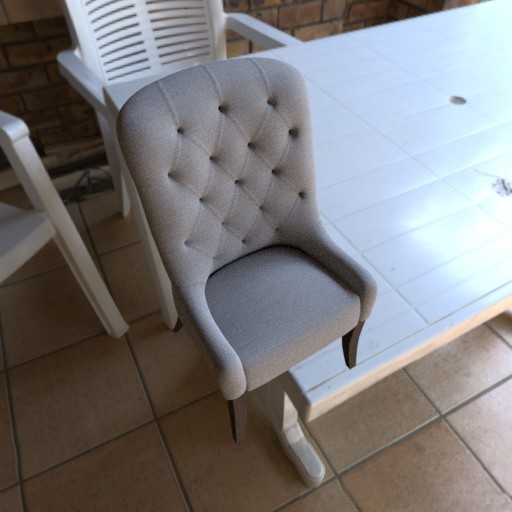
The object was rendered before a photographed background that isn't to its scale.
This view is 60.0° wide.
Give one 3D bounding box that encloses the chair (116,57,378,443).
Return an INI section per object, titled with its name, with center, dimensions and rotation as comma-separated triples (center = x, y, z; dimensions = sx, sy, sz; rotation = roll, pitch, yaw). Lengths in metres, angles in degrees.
[chair]
center = 0.000, 0.000, 1.499
dimensions = 0.634, 1.091, 0.629
rotation = -25, 51, -22
